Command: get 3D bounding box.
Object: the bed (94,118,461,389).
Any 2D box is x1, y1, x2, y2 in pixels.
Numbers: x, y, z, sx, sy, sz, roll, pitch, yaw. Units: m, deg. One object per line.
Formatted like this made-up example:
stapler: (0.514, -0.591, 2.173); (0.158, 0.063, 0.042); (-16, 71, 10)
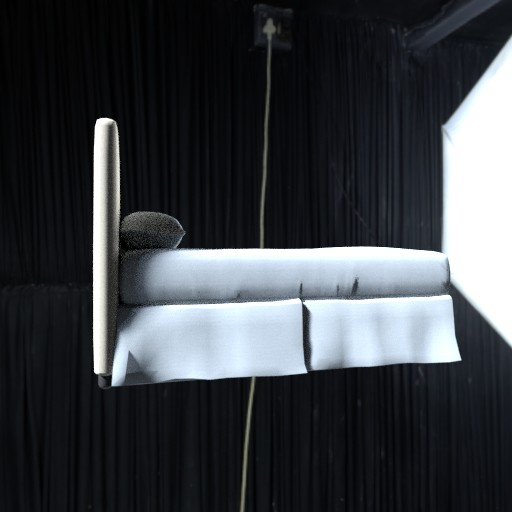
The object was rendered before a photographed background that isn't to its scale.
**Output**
bed: (0.000, 0.000, 3.207); (2.142, 1.330, 1.748); (0, -1, -17)
